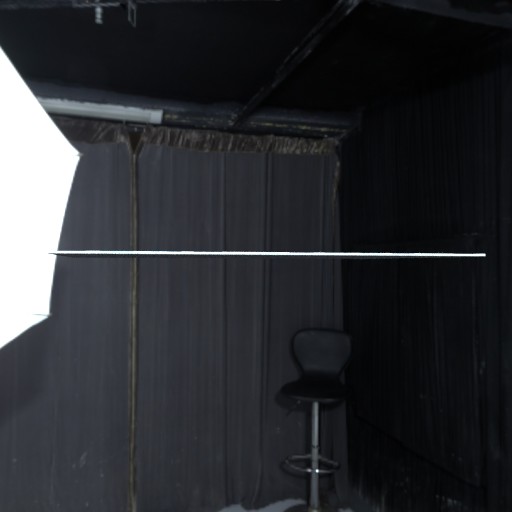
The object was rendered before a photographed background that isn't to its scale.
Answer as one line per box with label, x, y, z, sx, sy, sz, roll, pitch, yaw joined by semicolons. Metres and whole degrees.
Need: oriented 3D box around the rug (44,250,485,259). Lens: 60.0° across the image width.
rug;0.000;0.000;3.031;2.438;0.015;1.518;0;-1;-18
